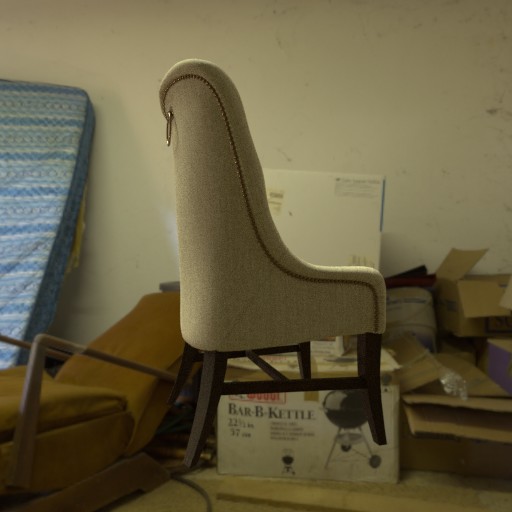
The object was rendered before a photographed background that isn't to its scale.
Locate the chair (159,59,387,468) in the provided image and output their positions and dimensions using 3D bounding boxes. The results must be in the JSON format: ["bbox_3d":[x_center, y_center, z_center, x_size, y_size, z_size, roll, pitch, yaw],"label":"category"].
[{"bbox_3d":[0.000,0.000,1.468,0.629,1.091,0.634,0,0,-16],"label":"chair"}]
